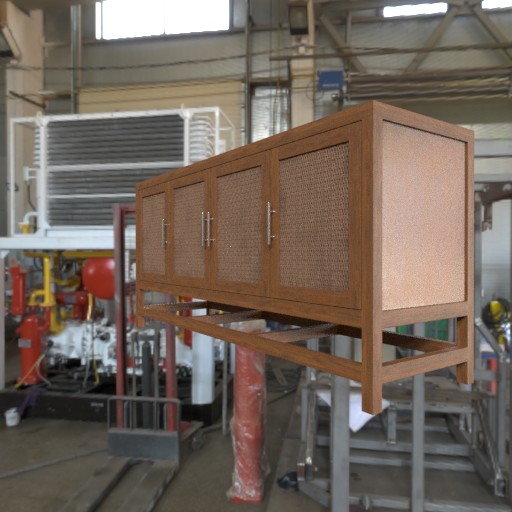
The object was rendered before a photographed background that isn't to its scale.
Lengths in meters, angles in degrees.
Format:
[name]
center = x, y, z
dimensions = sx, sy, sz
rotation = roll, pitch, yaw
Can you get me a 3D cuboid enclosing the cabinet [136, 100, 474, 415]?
[cabinet]
center = 0.000, 0.000, 1.983
dimensions = 0.522, 0.820, 1.708
rotation = 0, 0, -36
